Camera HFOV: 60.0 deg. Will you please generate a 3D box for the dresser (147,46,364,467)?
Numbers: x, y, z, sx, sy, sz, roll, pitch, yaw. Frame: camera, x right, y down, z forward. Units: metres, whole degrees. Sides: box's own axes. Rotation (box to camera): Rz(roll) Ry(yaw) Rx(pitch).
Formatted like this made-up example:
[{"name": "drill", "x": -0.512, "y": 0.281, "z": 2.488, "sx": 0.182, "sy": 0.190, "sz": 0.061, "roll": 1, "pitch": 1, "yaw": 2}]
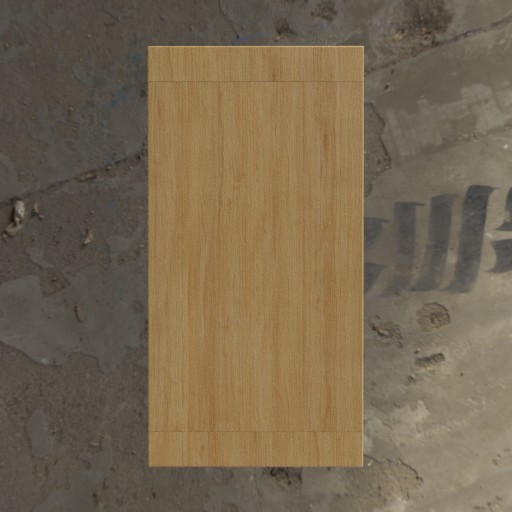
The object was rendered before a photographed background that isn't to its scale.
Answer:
[{"name": "dresser", "x": 0.000, "y": 0.000, "z": 1.206, "sx": 0.410, "sy": 0.730, "sz": 0.800, "roll": 0, "pitch": 90, "yaw": 0}]
